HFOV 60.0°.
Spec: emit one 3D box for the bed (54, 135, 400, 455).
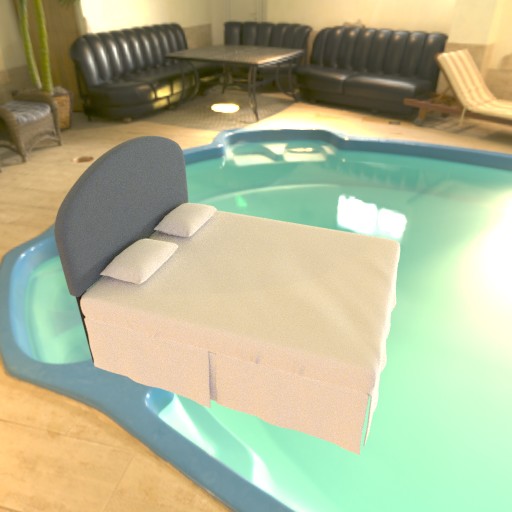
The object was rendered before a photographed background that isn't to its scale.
[{"bbox_3d":[0.000,0.000,3.128,2.005,1.410,1.607,11,33,17],"label":"bed"}]
